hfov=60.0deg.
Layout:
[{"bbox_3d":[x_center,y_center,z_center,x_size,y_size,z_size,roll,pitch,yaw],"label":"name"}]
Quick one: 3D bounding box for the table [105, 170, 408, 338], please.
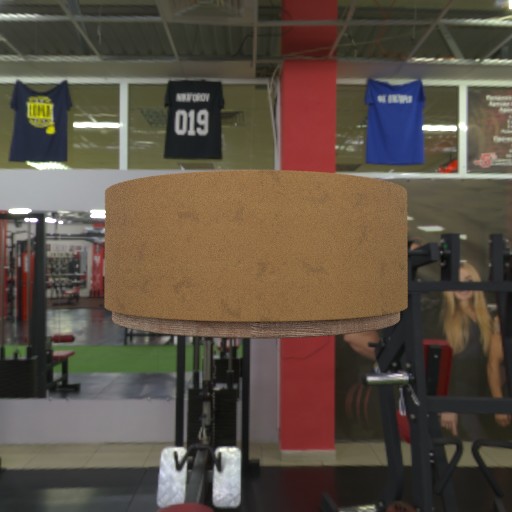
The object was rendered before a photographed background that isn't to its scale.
[{"bbox_3d":[0.000,0.000,1.548,1.001,0.409,1.001,0,-1,0],"label":"table"}]
